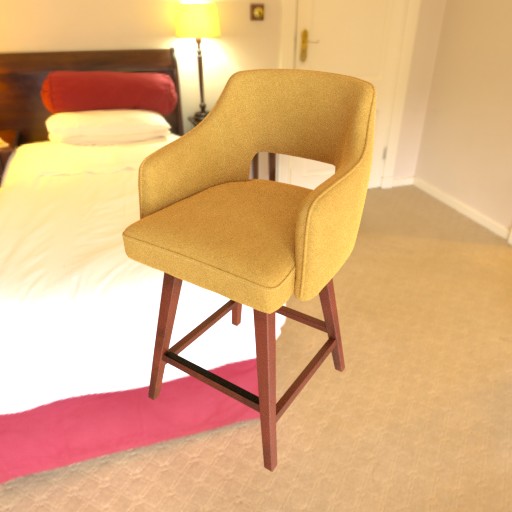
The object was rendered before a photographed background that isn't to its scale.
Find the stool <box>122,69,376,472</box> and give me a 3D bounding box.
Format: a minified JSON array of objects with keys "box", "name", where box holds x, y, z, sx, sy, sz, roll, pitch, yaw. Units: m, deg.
[{"box":[0.000,0.000,1.254,0.548,0.924,0.558,18,34,29],"name":"stool"}]
